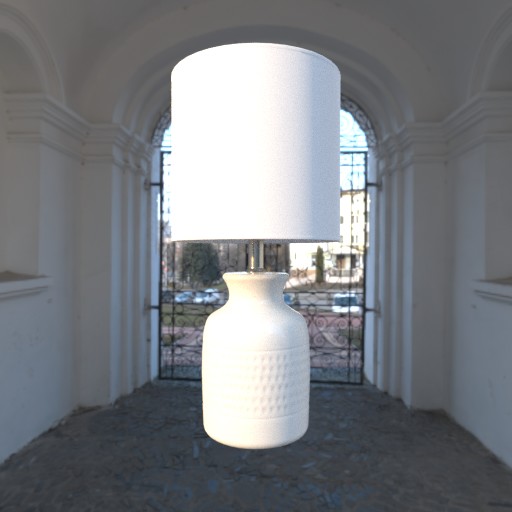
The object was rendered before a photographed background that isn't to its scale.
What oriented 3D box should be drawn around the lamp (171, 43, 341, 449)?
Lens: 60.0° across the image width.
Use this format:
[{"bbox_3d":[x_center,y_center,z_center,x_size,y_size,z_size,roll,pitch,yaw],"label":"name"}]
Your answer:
[{"bbox_3d":[0.000,0.000,0.501,0.188,0.392,0.188,0,0,19],"label":"lamp"}]
